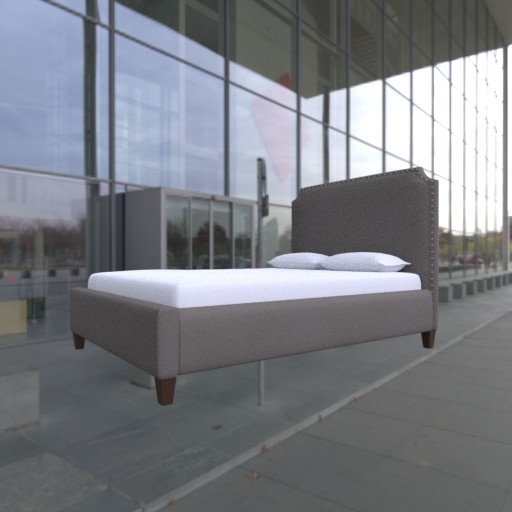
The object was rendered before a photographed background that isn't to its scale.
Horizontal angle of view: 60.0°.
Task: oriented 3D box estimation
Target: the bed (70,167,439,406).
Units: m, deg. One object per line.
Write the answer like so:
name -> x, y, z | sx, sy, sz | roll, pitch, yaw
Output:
bed -> 0.000, 0.000, 3.466 | 2.372, 1.443, 1.712 | 0, 0, -36
